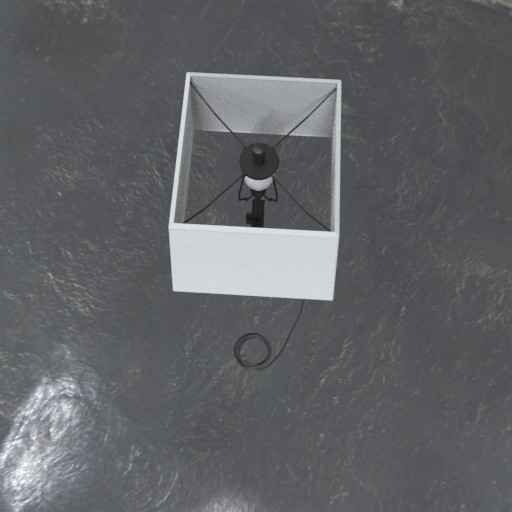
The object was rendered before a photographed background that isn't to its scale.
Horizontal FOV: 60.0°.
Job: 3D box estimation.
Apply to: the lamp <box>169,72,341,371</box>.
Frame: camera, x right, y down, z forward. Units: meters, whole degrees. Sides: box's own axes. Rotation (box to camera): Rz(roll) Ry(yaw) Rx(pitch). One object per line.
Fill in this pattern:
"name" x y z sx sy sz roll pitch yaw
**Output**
"lamp" 0.000 0.000 0.992 0.310 0.737 0.498 4 75 1
